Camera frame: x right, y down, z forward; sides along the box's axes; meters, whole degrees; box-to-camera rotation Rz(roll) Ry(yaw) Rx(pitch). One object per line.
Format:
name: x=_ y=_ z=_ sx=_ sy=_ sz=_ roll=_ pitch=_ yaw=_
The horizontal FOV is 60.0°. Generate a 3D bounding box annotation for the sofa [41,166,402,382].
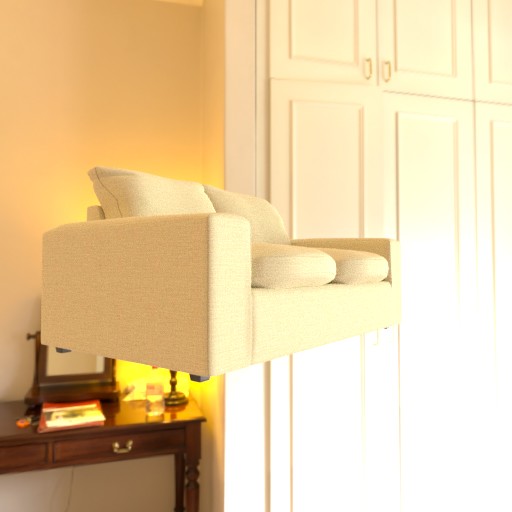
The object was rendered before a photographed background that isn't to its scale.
sofa: x=0.000 y=0.000 z=2.358 sx=1.091 sy=0.875 sz=1.754 roll=-1 pitch=-2 yaw=37
